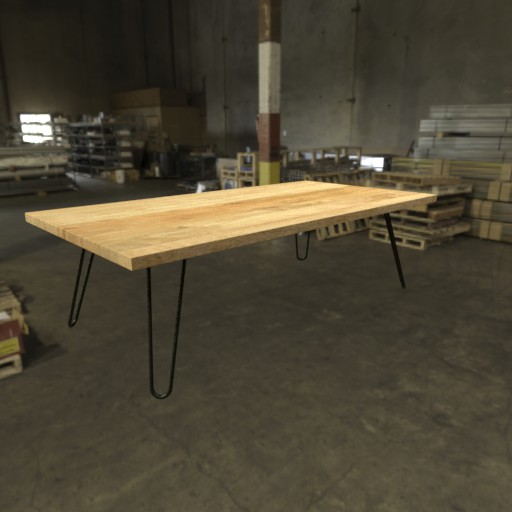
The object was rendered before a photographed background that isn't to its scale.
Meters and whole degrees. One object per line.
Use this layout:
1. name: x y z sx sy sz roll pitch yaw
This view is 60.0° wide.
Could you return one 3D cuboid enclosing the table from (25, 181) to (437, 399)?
1. table: 0.000 0.000 1.651 1.348 0.400 0.699 -14 21 -41
